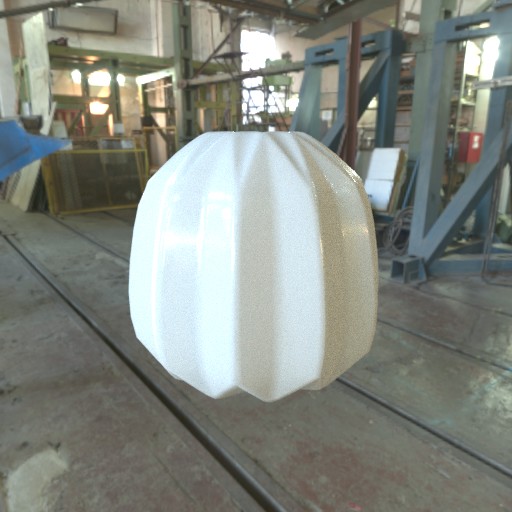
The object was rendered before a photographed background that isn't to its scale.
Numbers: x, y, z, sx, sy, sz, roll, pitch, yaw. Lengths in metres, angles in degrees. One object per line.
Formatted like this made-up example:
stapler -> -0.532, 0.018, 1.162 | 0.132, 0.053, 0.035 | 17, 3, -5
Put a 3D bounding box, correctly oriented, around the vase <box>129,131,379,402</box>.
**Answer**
vase -> 0.000, 0.000, 0.248 | 0.139, 0.134, 0.139 | 0, 15, 0
